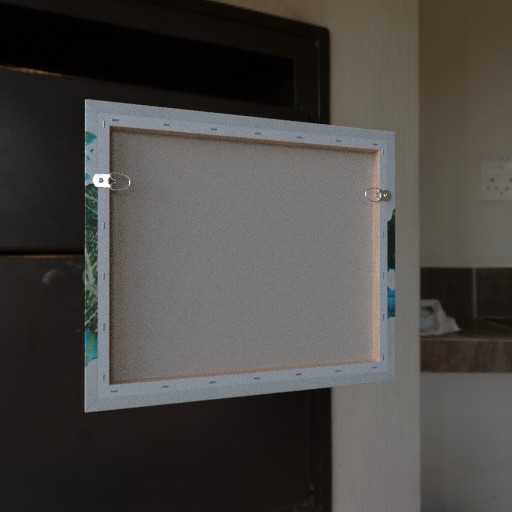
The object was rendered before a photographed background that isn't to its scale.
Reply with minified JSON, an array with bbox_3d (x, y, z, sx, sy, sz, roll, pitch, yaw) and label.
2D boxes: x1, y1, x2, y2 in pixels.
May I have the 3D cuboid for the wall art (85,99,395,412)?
[{"bbox_3d":[0.000,0.000,0.990,0.711,0.610,0.043,0,0,-19],"label":"wall art"}]
